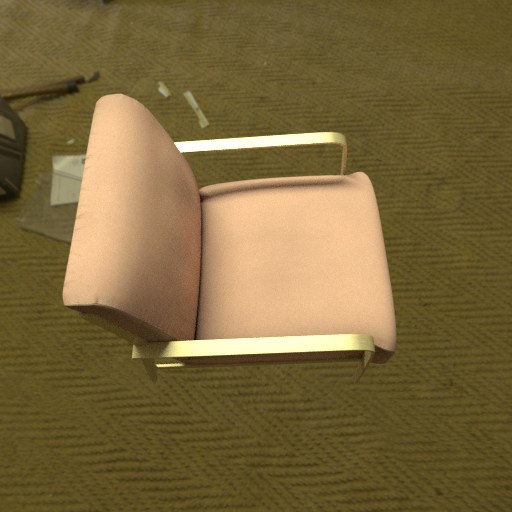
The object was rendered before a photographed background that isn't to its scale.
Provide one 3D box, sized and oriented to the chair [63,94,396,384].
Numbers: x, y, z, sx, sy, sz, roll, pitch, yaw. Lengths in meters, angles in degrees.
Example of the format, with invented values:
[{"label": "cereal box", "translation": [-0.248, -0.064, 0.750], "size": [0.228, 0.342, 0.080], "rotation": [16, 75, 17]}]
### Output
[{"label": "chair", "translation": [0.000, 0.000, 1.427], "size": [0.848, 0.823, 0.701], "rotation": [-1, 65, -1]}]
